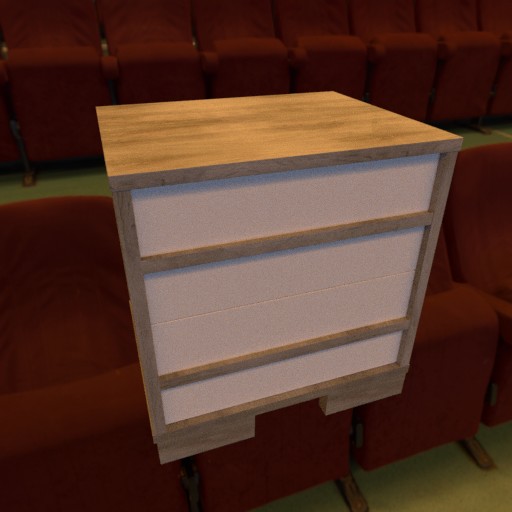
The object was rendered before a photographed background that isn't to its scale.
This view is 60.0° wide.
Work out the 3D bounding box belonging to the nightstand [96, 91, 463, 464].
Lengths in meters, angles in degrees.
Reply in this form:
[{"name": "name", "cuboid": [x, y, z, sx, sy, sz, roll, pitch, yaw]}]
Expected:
[{"name": "nightstand", "cuboid": [0.000, 0.000, 0.744, 0.427, 0.448, 0.347, -10, 31, -17]}]
